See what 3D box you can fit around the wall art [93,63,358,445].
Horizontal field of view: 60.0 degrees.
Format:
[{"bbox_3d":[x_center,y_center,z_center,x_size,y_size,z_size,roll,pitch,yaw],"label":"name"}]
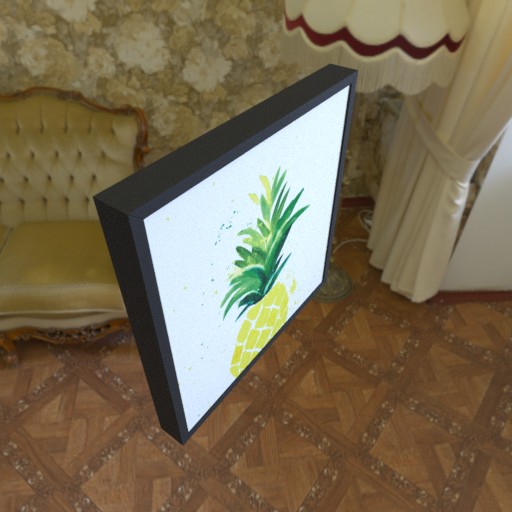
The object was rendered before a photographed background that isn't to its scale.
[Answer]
[{"bbox_3d":[0.000,0.000,0.467,0.033,0.304,0.305,26,48,26],"label":"wall art"}]
